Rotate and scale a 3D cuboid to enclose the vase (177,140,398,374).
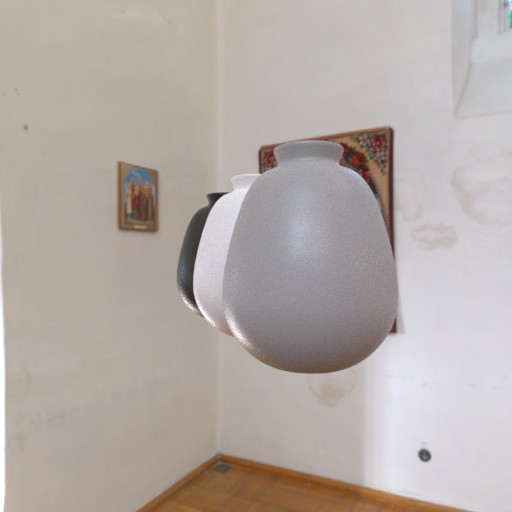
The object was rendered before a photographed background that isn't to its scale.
[{"bbox_3d":[0.000,0.000,0.347,0.097,0.122,0.297,0,0,-17],"label":"vase"}]
